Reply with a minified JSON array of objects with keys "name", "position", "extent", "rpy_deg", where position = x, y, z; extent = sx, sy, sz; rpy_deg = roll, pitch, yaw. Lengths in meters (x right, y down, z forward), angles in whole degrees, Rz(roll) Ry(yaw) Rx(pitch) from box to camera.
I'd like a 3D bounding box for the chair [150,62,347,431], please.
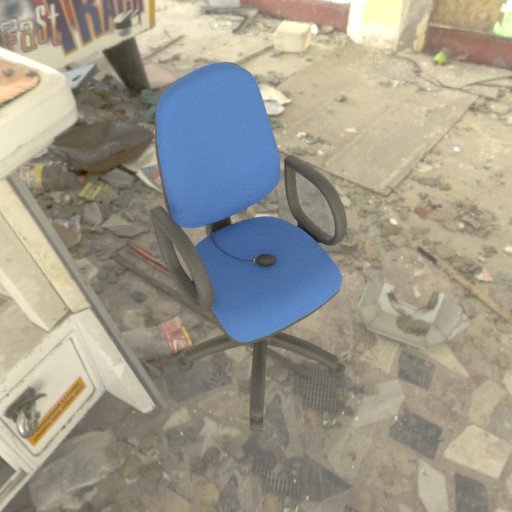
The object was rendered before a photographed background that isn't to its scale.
[{"name":"chair","position":[0.000,0.000,1.251],"extent":[0.552,0.905,0.549],"rpy_deg":[-26,51,-23]}]
